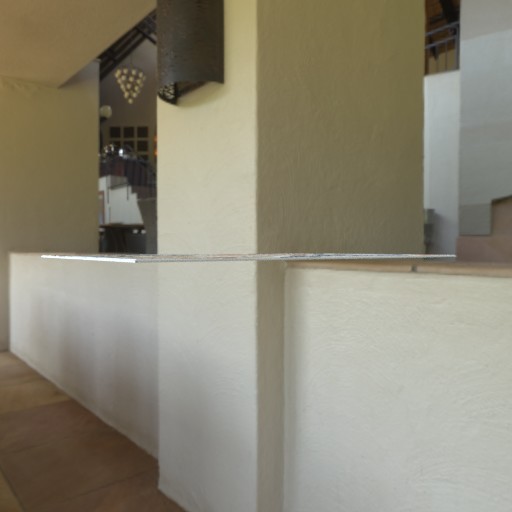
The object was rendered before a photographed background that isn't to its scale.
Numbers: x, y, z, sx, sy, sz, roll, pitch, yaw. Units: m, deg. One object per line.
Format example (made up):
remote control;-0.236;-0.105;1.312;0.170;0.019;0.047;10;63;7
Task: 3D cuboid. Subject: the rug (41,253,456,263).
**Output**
rug;0.000;0.000;2.905;2.275;0.014;1.514;-1;1;-38
